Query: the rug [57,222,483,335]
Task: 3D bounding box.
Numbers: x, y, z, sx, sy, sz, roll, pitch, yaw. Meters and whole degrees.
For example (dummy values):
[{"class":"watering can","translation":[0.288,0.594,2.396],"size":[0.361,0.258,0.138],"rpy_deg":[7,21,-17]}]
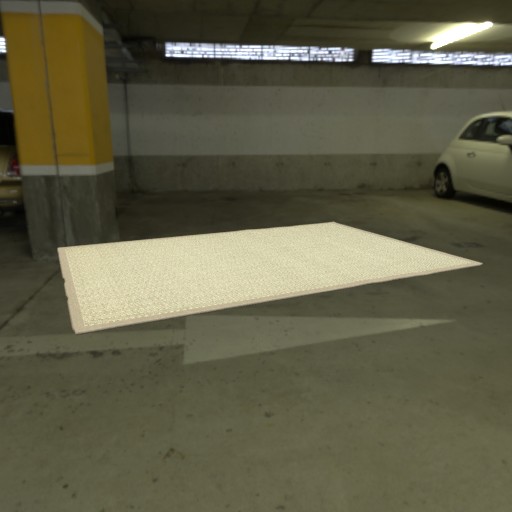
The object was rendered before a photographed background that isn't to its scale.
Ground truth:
[{"class":"rug","translation":[0.000,0.000,2.847],"size":[2.290,0.021,1.540],"rpy_deg":[-7,16,-25]}]
